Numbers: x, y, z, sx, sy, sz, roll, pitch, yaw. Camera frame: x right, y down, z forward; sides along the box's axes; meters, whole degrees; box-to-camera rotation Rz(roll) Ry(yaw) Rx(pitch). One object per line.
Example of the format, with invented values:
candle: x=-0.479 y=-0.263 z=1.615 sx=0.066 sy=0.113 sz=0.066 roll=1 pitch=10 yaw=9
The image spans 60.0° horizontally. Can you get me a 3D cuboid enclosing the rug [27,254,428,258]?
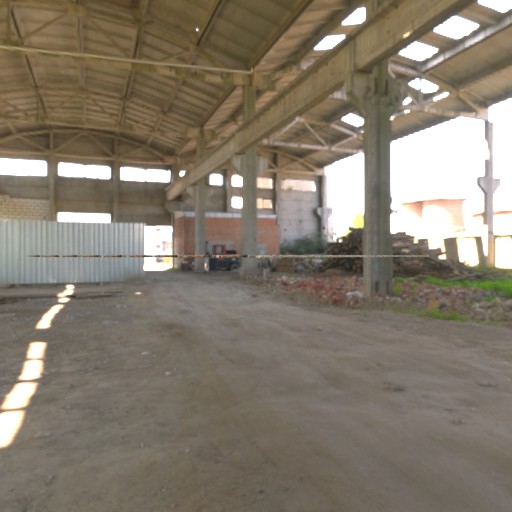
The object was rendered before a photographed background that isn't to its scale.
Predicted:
rug: x=0.000 y=0.000 z=2.298 sx=1.278 sy=0.009 sz=1.730 roll=0 pitch=0 yaw=36
